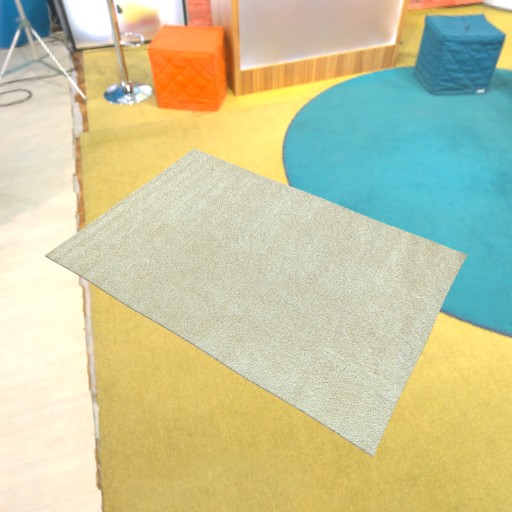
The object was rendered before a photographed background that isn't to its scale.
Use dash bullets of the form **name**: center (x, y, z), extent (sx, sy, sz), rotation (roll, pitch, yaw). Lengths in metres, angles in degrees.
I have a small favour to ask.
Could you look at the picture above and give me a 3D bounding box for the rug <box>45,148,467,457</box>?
- **rug**: center (0.000, 0.000, 3.407), extent (2.699, 0.025, 1.800), rotation (25, 51, 23)
